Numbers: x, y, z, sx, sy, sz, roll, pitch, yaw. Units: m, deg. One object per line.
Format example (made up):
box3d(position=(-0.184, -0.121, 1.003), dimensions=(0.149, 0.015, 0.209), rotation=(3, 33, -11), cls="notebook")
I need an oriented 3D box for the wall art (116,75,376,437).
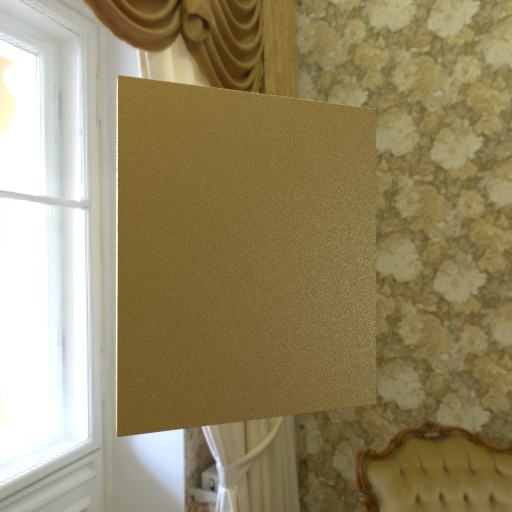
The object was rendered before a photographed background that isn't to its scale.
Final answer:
box3d(position=(0.000, 0.000, 0.895), dimensions=(0.537, 0.642, 0.048), rotation=(0, 0, -19), cls="wall art")
